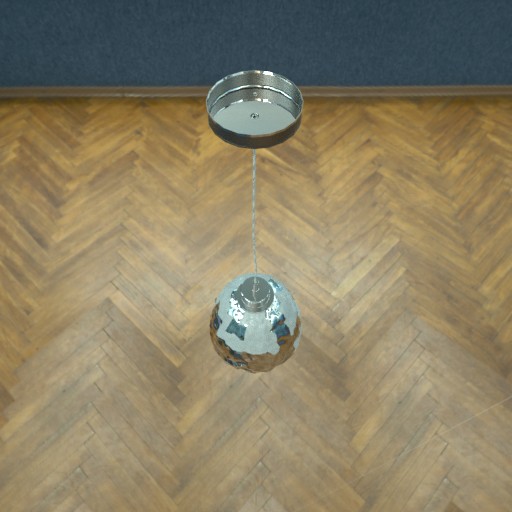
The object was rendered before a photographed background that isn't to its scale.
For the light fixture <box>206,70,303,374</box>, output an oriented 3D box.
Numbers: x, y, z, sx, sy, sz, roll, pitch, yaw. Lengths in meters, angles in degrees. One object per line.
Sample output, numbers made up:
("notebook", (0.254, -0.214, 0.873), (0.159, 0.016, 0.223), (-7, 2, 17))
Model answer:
("light fixture", (0.000, 0.000, 1.786), (0.500, 1.511, 0.496), (1, 58, 0))
